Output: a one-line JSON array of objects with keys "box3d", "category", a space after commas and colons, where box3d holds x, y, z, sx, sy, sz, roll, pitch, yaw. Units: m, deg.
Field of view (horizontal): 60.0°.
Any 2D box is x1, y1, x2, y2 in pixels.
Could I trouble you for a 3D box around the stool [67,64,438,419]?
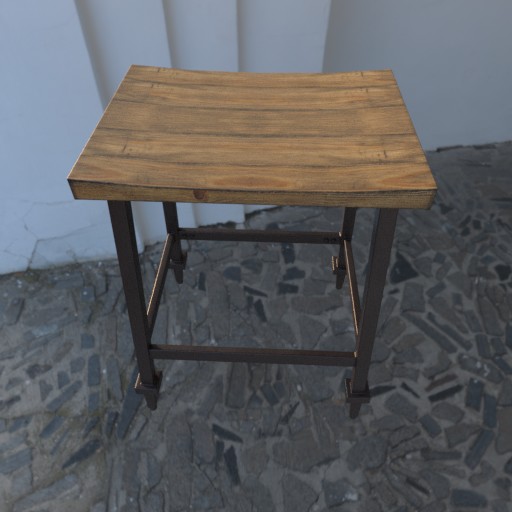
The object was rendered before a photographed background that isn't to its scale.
[{"box3d": [0.000, 0.000, 0.903, 0.486, 0.625, 0.405, 2, 46, 2], "category": "stool"}]
